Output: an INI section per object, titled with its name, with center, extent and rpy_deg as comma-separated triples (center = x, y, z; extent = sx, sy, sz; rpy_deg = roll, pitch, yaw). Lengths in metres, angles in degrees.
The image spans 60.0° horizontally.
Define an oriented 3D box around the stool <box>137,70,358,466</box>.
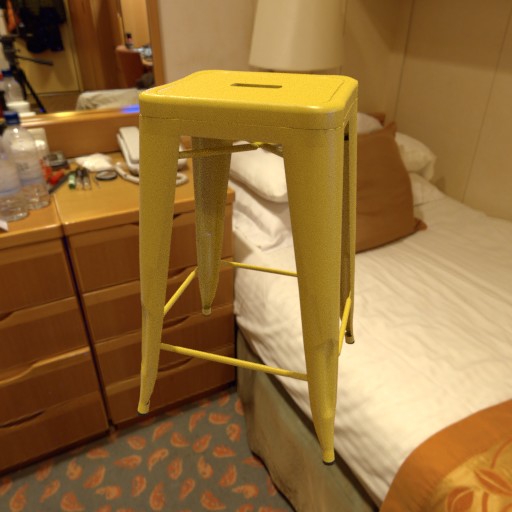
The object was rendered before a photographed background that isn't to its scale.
[stool]
center = 0.000, 0.000, 0.831
extent = 0.399, 0.609, 0.359
rpy_deg = 9, 32, 14
